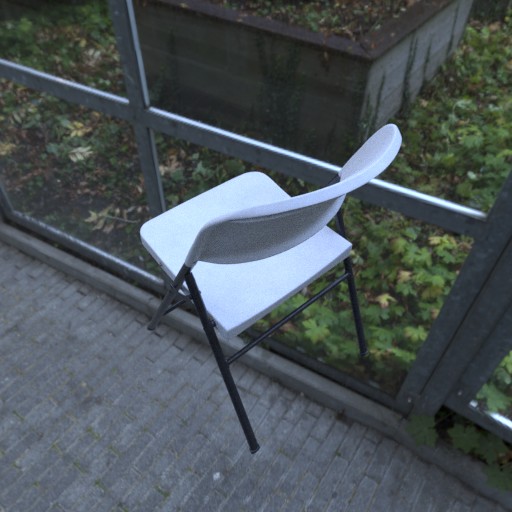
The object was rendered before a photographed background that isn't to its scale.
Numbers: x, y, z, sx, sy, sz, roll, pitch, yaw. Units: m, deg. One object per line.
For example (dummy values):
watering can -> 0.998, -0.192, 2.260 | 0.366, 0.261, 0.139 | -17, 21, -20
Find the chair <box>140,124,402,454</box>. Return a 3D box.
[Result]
chair -> 0.000, 0.000, 1.171 | 0.494, 0.810, 0.566 | -32, 54, -27
